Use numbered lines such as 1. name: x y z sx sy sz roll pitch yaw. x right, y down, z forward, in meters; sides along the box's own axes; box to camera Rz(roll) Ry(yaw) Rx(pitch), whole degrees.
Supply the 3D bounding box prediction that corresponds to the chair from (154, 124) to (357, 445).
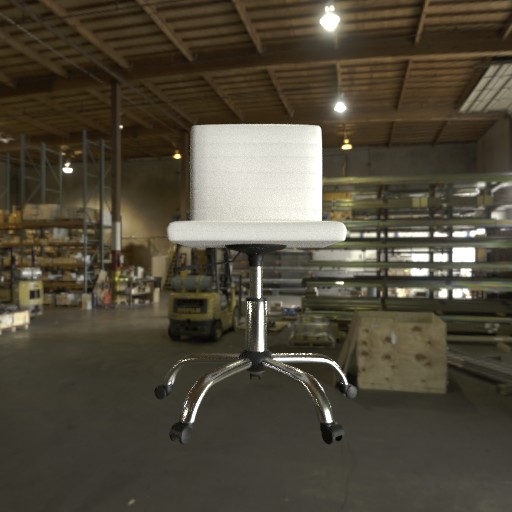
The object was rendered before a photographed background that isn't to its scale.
1. chair: 0.000 0.000 1.165 0.556 0.780 0.530 0 -1 0
